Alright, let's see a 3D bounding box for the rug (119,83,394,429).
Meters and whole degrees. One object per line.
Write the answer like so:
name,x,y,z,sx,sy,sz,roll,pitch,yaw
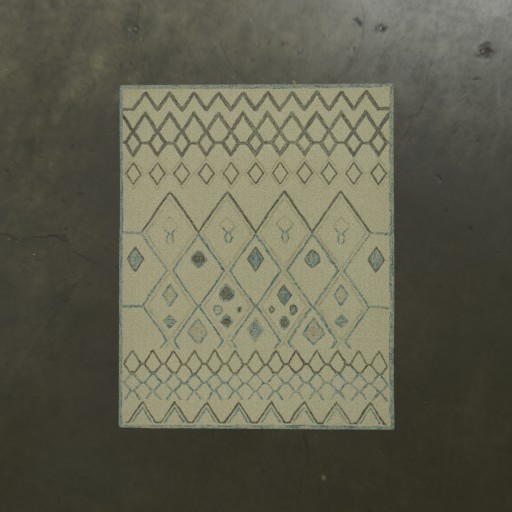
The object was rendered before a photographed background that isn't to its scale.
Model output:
rug,0.000,0.000,3.938,2.441,0.013,3.056,0,90,1
